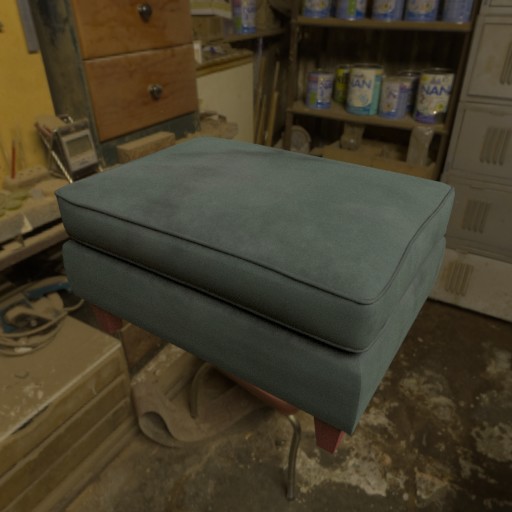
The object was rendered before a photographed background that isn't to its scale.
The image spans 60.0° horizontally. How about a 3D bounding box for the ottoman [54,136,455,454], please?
[{"bbox_3d":[0.000,0.000,1.224,0.864,0.495,0.632,19,36,28],"label":"ottoman"}]
